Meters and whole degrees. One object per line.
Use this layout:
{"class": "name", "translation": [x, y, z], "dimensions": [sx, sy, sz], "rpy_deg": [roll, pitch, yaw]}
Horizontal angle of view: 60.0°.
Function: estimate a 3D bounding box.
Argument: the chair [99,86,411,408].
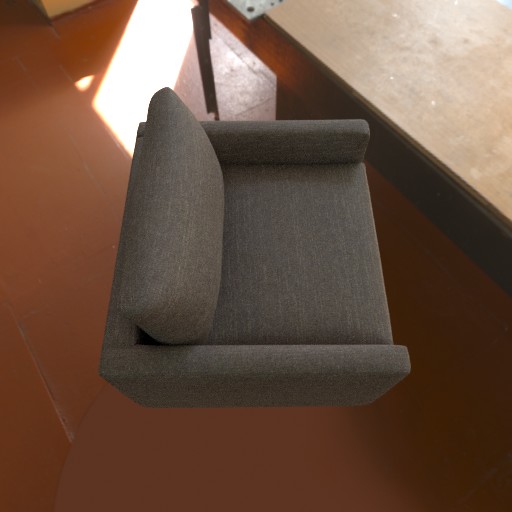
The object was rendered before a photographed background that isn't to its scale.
{"class": "chair", "translation": [0.000, 0.000, 1.535], "dimensions": [0.845, 0.841, 0.940], "rpy_deg": [0, 62, 0]}
